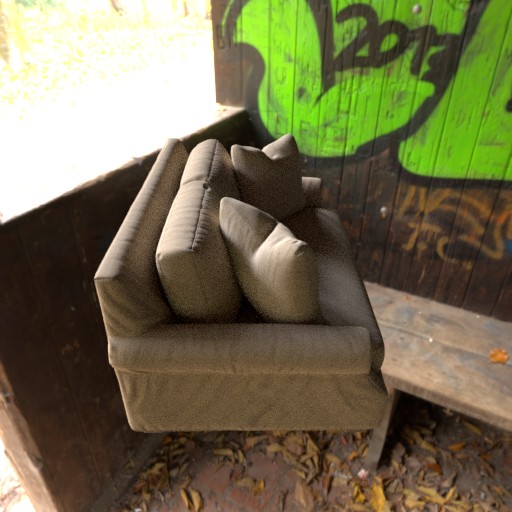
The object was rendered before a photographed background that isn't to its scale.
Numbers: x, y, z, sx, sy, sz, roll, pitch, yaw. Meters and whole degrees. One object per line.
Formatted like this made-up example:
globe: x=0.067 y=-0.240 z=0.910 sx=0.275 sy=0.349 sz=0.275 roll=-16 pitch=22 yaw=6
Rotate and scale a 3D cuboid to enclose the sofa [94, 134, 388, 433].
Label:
sofa: x=0.000 y=0.000 z=2.203 sx=1.070 sy=0.905 sz=1.550 roll=0 pitch=33 yaw=0
